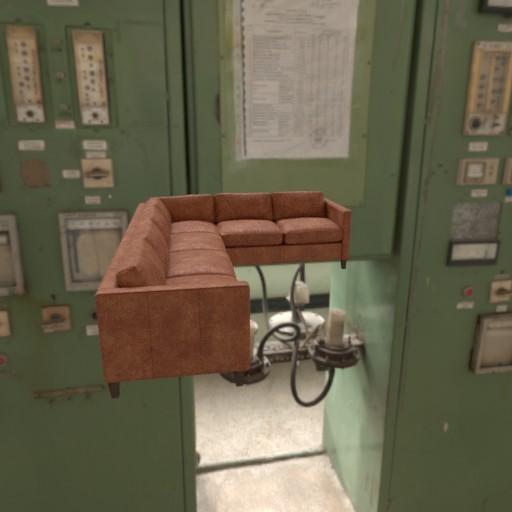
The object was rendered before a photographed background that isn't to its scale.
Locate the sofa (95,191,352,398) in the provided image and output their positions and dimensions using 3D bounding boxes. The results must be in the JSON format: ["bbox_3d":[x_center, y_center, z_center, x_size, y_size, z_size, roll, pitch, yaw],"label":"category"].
[{"bbox_3d":[0.000,0.000,4.281,2.438,0.838,3.167,-3,17,-9],"label":"sofa"}]
